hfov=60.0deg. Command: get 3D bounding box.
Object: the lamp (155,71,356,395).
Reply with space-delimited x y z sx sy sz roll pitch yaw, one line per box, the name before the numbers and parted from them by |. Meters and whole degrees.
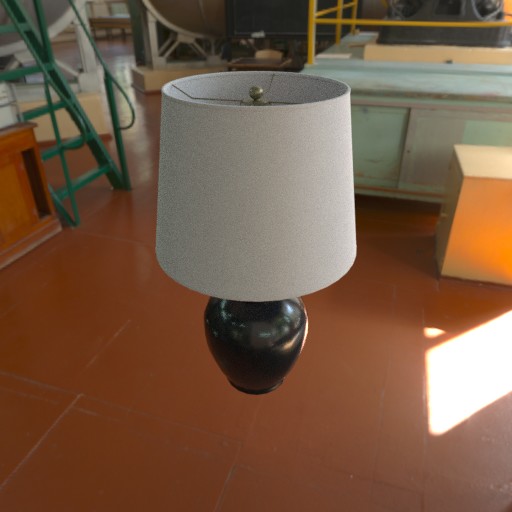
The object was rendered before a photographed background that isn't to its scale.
lamp | 0.000 0.000 0.549 0.239 0.399 0.239 0 31 0
